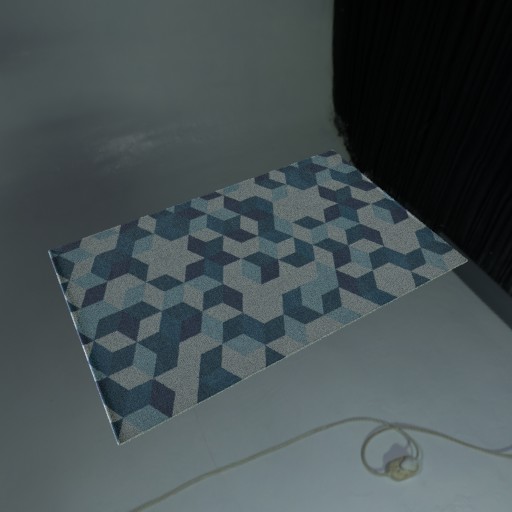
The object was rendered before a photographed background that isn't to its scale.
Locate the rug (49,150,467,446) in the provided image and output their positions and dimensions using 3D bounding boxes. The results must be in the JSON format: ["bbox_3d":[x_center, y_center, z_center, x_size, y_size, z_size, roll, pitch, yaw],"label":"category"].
[{"bbox_3d":[0.000,0.000,3.033,2.438,0.015,1.518,-23,51,-20],"label":"rug"}]
